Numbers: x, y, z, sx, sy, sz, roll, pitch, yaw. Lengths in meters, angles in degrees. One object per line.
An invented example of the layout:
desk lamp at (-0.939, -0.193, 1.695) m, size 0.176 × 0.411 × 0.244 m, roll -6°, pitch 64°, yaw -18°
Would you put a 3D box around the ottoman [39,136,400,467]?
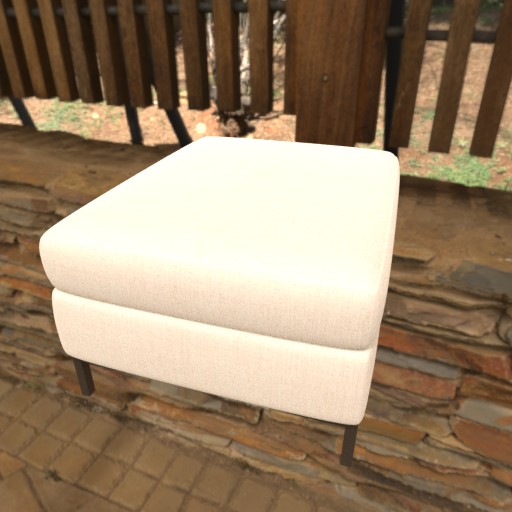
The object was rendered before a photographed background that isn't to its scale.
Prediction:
ottoman at (0.000, 0.000, 1.147) m, size 0.657 × 0.453 × 0.794 m, roll 9°, pitch 30°, yaw 15°
